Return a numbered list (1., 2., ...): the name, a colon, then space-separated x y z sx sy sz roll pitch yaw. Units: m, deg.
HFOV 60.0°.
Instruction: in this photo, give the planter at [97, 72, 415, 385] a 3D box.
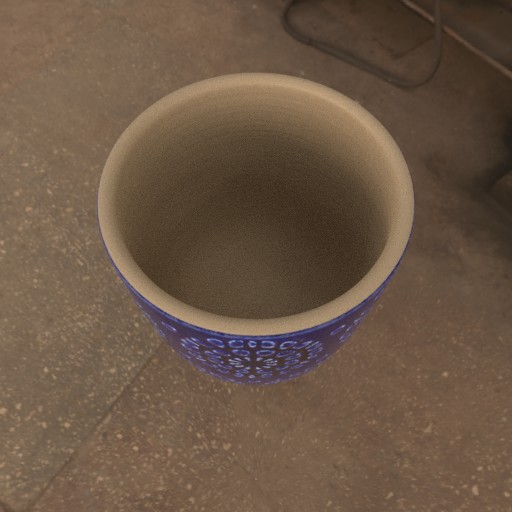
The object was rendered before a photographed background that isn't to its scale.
1. planter: 0.000 0.000 0.200 0.109 0.112 0.109 0 63 0
